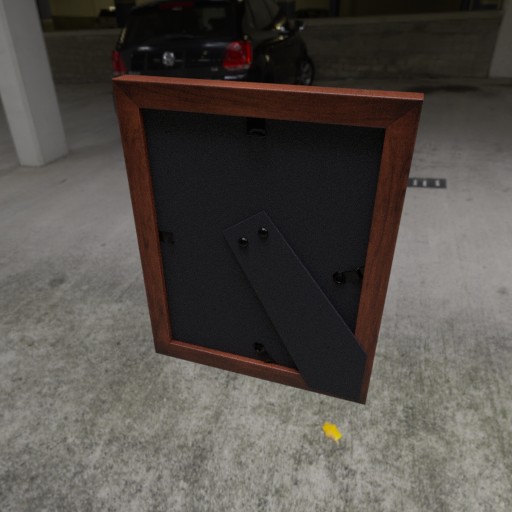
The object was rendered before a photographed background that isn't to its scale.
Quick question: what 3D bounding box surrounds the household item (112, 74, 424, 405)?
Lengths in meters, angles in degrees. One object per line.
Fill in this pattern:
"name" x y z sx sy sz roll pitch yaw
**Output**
"household item" 0.000 0.000 0.343 0.200 0.250 0.020 10 33 15
